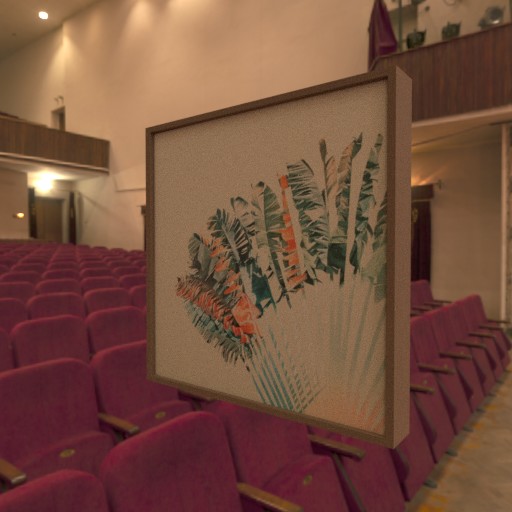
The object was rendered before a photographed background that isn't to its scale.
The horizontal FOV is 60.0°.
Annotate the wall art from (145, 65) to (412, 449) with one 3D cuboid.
[{"bbox_3d":[0.000,0.000,0.457,0.304,0.303,0.038,1,2,37],"label":"wall art"}]
